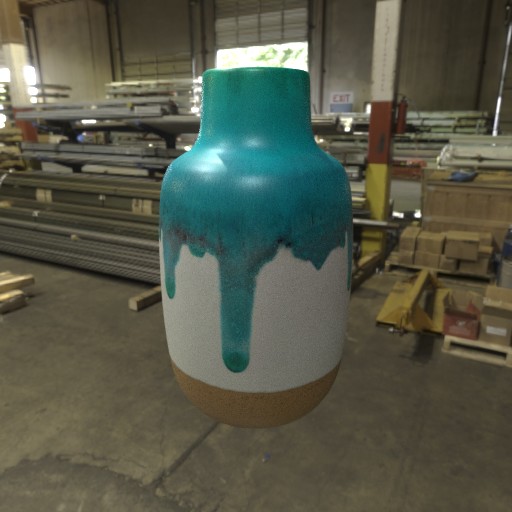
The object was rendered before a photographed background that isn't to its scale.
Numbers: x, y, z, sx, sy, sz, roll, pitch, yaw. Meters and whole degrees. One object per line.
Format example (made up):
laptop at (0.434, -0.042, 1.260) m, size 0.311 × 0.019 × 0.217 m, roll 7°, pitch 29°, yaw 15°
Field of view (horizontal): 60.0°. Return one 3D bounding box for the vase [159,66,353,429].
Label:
vase at (0.000, 0.000, 0.248) m, size 0.106 × 0.192 × 0.106 m, roll 0°, pitch 18°, yaw 0°
